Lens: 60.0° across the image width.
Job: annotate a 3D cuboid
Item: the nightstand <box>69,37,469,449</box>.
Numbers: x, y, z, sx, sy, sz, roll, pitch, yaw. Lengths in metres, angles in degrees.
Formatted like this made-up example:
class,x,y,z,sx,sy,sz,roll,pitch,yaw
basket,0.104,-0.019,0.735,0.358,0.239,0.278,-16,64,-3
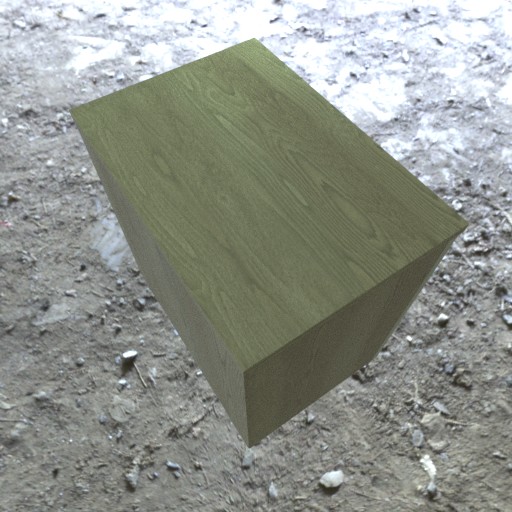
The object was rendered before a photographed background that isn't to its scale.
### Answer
class,x,y,z,sx,sy,sz,roll,pitch,yaw
nightstand,0.000,0.000,0.756,0.325,0.461,0.442,-30,62,-17
